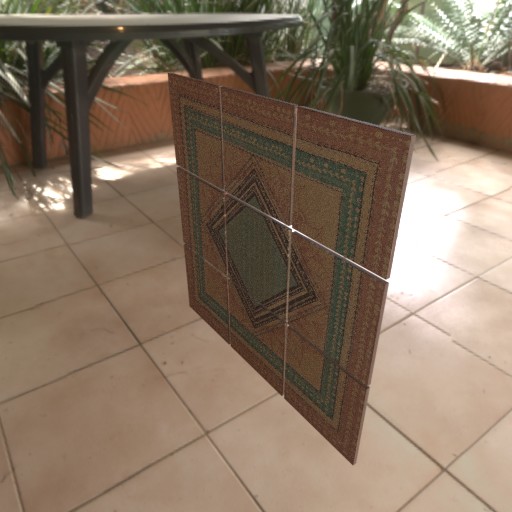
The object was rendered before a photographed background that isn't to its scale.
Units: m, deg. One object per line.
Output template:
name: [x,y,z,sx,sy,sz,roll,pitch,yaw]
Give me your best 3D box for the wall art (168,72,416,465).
wall art: [0.000,0.000,1.317,0.013,0.914,0.915,-21,36,-31]
